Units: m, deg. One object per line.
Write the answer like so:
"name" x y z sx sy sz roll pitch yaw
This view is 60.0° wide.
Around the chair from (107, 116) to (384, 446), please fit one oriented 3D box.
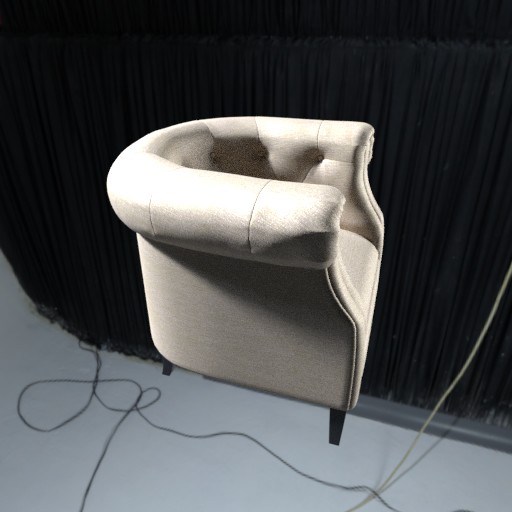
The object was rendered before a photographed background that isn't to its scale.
"chair" 0.000 0.000 1.572 0.852 0.827 0.905 9 30 16
